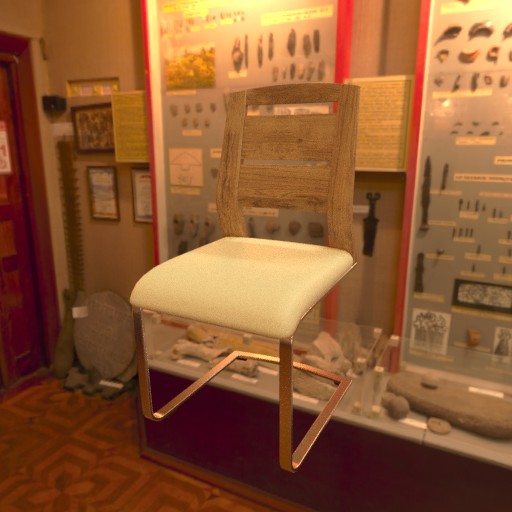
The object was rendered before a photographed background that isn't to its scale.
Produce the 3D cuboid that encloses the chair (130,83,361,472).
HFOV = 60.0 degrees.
[{"bbox_3d":[0.000,0.000,1.243,0.457,0.955,0.561,8,16,27],"label":"chair"}]
